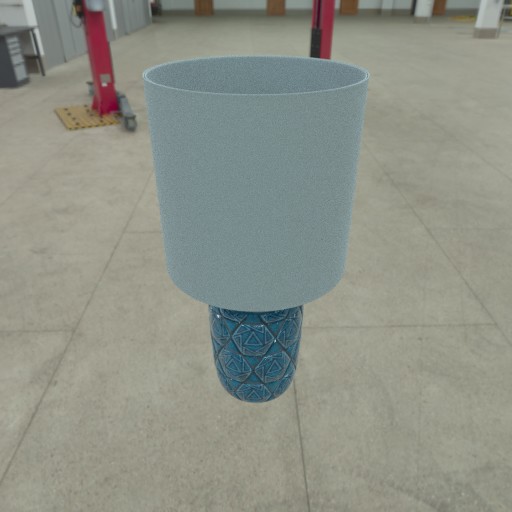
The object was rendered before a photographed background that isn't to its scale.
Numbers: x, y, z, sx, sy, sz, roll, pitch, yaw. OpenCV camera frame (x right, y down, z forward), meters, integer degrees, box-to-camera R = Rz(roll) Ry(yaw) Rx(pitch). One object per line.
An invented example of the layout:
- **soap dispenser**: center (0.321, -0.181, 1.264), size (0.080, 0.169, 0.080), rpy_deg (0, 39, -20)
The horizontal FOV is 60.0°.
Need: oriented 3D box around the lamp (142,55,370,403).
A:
- **lamp**: center (0.000, 0.000, 0.483), size (0.193, 0.377, 0.193), rpy_deg (-21, 38, -30)
